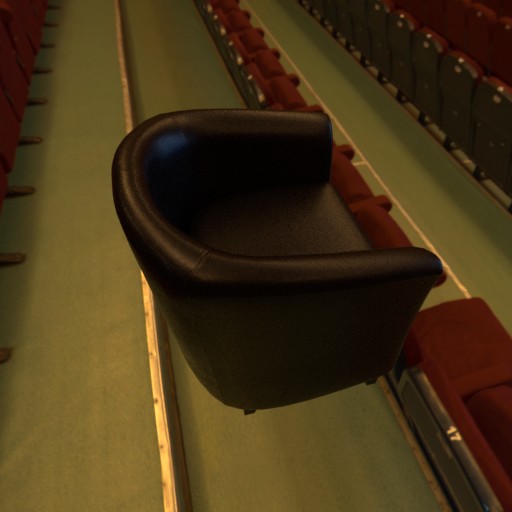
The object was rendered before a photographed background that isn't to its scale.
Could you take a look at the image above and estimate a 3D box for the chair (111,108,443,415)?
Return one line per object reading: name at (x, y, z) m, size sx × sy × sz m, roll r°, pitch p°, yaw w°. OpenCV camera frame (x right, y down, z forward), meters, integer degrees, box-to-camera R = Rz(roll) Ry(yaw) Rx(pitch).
chair at (0.000, 0.000, 1.392) m, size 0.727 × 0.756 × 0.793 m, roll -11°, pitch 46°, yaw -10°
